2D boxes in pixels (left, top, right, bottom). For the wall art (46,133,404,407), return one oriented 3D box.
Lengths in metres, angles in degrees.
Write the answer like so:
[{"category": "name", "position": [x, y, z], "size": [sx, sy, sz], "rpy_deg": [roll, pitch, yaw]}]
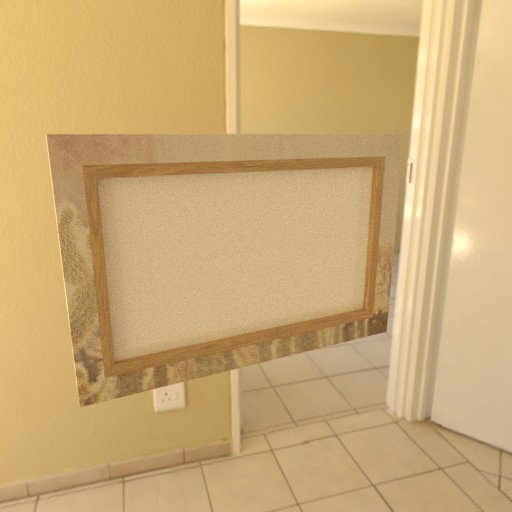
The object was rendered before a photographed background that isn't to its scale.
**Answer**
[{"category": "wall art", "position": [0.000, 0.000, 1.904], "size": [1.525, 1.012, 0.038], "rpy_deg": [-8, 17, -25]}]
